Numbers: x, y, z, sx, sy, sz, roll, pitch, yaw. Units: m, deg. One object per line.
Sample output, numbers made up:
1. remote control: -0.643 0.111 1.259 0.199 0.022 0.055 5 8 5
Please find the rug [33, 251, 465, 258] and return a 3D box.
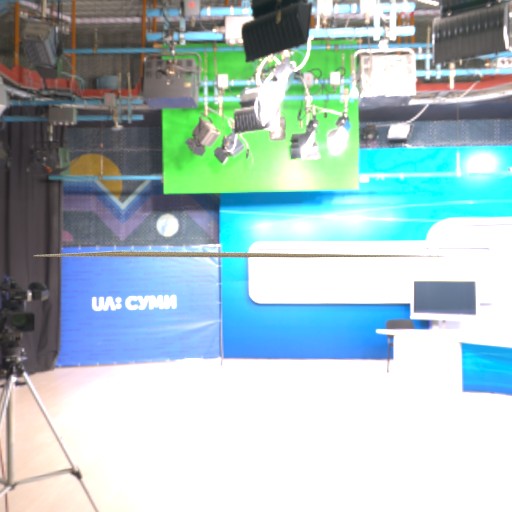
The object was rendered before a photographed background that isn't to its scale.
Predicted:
1. rug: 0.000 0.000 2.243 1.828 0.005 1.219 0 -1 -37
